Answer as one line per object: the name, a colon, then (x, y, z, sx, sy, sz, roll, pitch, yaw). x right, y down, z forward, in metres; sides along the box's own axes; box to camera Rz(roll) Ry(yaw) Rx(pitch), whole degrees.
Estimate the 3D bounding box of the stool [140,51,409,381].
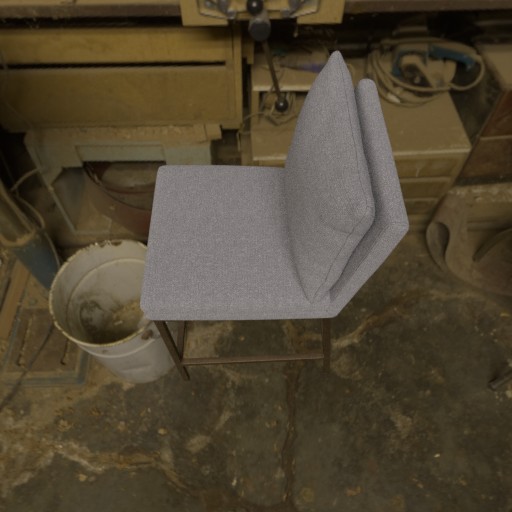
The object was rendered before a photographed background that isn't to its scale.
stool: (0.000, 0.000, 1.302, 0.569, 1.031, 0.463, -1, 59, 0)
